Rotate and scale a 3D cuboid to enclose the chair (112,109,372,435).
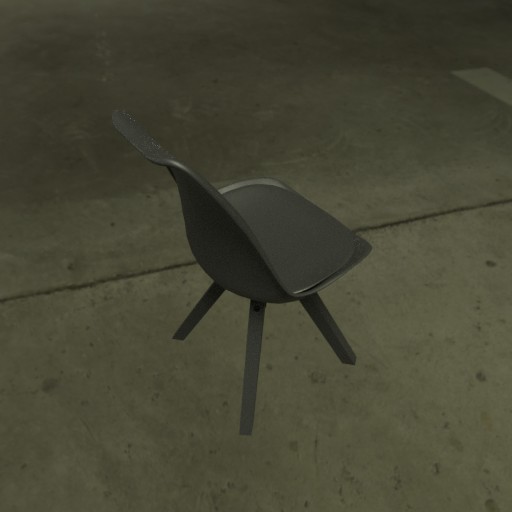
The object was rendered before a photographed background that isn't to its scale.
[{"bbox_3d":[0.000,0.000,1.186,0.550,0.850,0.485,-25,47,-25],"label":"chair"}]
